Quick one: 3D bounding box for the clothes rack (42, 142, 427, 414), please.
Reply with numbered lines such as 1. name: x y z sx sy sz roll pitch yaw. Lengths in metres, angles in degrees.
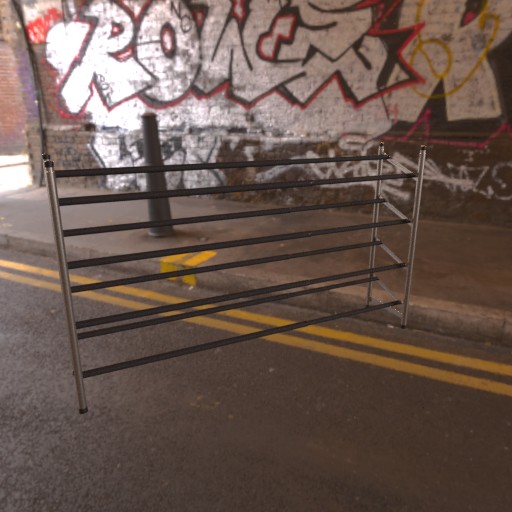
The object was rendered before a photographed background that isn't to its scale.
1. clothes rack: 0.000 0.000 1.432 1.168 0.672 0.229 -8 20 -25
